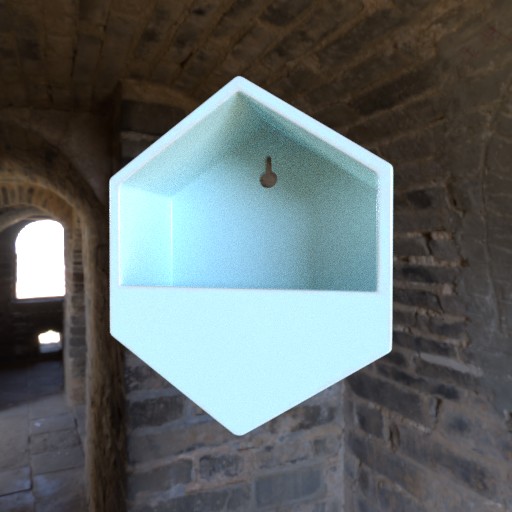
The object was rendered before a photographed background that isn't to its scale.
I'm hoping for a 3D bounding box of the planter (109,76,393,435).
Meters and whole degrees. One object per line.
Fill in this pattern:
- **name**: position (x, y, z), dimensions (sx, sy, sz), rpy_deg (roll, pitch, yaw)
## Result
- **planter**: position (0.000, 0.000, 0.290), dimensions (0.169, 0.207, 0.078), rpy_deg (0, 1, 16)
